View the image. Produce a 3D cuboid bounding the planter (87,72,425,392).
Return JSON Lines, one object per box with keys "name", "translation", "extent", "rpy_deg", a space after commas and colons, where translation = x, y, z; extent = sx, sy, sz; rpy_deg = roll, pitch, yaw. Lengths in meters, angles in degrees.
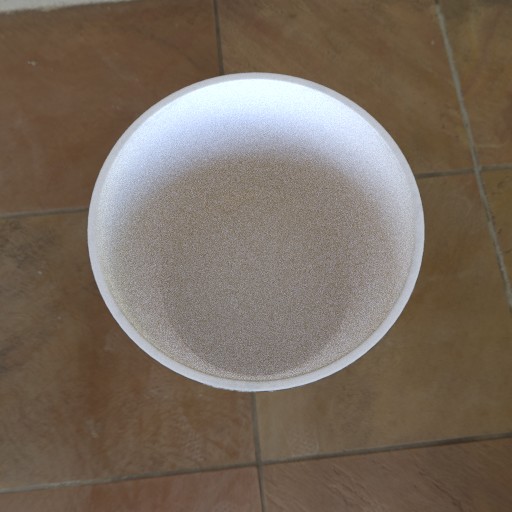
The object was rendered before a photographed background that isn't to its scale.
{"name": "planter", "translation": [0.000, 0.000, 0.387], "extent": [0.221, 0.201, 0.221], "rpy_deg": [0, 75, 0]}
